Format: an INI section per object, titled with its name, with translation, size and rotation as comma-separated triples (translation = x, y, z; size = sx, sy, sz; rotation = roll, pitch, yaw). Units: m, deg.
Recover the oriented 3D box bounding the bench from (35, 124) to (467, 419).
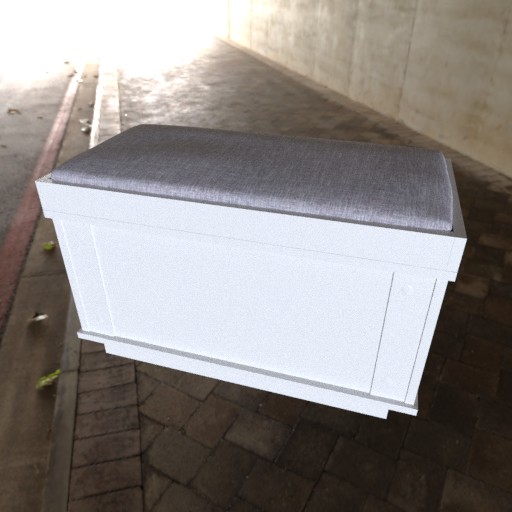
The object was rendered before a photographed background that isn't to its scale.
[bench]
translation = 0.000, 0.000, 0.971
size = 0.734, 0.461, 0.362
rotation = 9, 33, 14
